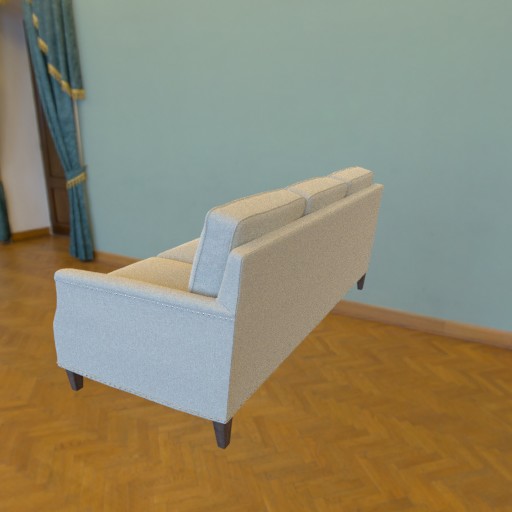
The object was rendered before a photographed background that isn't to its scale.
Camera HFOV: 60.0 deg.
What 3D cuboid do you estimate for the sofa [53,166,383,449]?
[{"bbox_3d":[0.000,0.000,2.807,1.084,1.003,2.246,9,19,27],"label":"sofa"}]
